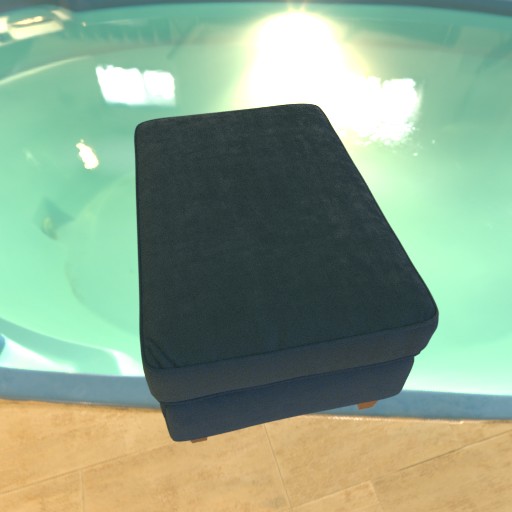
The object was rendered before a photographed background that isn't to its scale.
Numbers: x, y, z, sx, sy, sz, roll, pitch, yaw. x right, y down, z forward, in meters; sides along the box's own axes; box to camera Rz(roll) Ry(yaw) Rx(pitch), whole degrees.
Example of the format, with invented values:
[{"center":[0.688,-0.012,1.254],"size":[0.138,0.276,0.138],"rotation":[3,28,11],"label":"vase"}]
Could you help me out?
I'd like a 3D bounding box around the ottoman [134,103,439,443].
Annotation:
[{"center":[0.000,0.000,1.225],"size":[0.583,0.484,0.862],"rotation":[-8,48,-8],"label":"ottoman"}]
